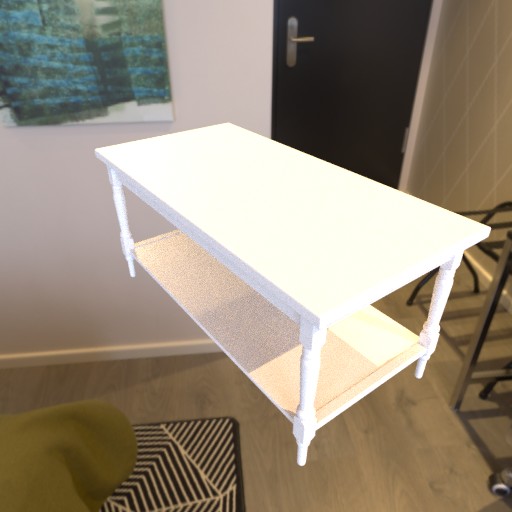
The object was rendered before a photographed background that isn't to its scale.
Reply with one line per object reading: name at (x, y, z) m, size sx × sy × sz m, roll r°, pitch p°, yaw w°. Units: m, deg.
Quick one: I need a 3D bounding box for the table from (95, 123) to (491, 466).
table at (0.000, 0.000, 1.408) m, size 0.550 × 0.510 × 1.107 m, roll -22°, pitch 38°, yaw -30°
